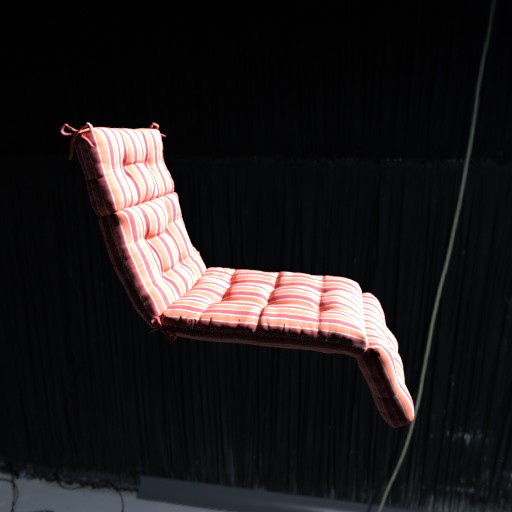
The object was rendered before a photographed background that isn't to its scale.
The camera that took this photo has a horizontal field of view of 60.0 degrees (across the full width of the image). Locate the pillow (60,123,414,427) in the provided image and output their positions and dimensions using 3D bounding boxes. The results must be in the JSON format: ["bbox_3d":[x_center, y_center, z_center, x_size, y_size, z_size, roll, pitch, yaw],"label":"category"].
[{"bbox_3d":[0.000,0.000,1.476,1.016,0.863,0.526,3,16,10],"label":"pillow"}]
